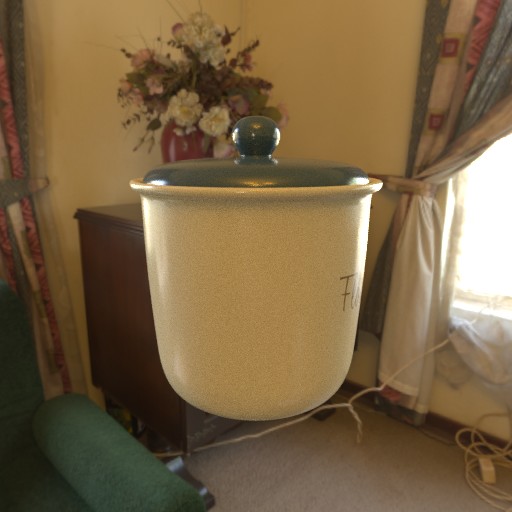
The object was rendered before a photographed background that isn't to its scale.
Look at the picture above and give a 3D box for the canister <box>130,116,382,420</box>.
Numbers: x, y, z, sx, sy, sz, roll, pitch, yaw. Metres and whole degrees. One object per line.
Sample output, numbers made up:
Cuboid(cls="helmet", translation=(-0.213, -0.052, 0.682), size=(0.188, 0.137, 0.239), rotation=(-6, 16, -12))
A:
Cuboid(cls="canister", translation=(0.000, 0.000, 0.344), size=(0.182, 0.208, 0.182), rotation=(0, 13, 0))
